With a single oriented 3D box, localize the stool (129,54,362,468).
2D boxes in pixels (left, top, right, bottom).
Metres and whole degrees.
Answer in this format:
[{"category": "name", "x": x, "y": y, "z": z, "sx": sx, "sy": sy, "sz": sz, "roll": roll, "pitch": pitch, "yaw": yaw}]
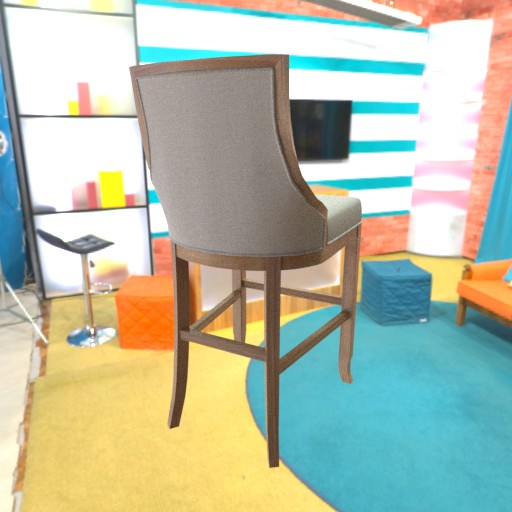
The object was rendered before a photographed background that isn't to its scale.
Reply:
[{"category": "stool", "x": 0.000, "y": 0.000, "z": 1.426, "sx": 0.524, "sy": 1.101, "sz": 0.626, "roll": 8, "pitch": 18, "yaw": 27}]
